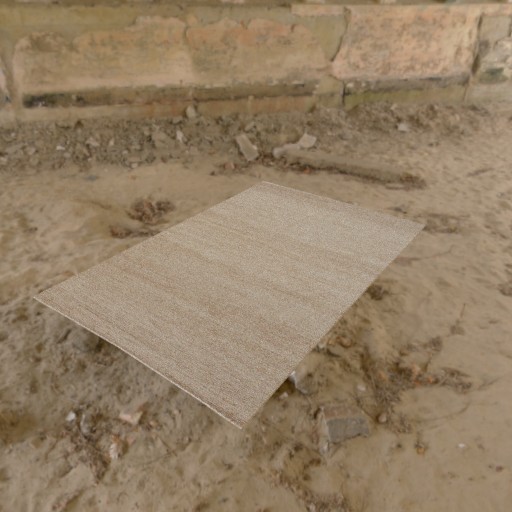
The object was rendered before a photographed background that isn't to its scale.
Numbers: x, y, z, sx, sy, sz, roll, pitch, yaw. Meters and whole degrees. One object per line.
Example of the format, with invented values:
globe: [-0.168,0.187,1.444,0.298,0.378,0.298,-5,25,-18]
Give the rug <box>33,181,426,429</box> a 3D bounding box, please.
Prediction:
rug: [0.000,0.000,3.045,1.574,0.029,2.346,21,37,31]
